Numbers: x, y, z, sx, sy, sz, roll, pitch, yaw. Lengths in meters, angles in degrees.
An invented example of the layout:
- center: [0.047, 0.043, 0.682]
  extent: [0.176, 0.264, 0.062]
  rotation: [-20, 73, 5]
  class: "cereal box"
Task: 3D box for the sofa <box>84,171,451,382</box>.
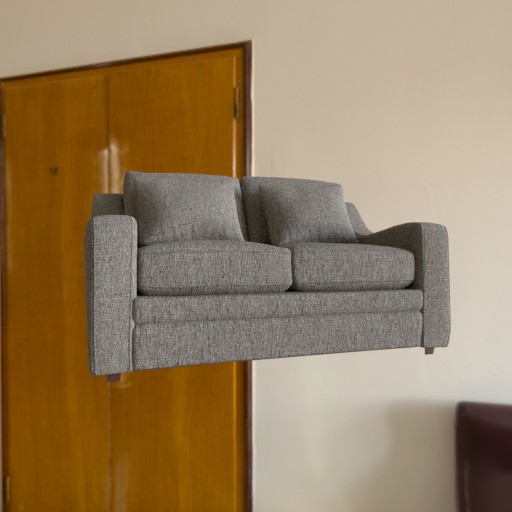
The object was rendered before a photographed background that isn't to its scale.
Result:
- center: [0.000, 0.000, 2.476]
  extent: [1.778, 0.991, 1.120]
  rotation: [0, 1, -18]
  class: "sofa"
